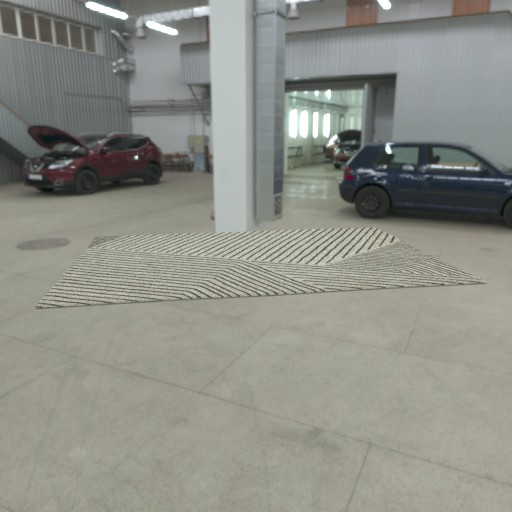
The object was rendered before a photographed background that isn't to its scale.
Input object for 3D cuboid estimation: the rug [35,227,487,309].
[{"bbox_3d":[0.000,0.000,3.045,2.406,0.023,1.539,-2,16,-9],"label":"rug"}]
